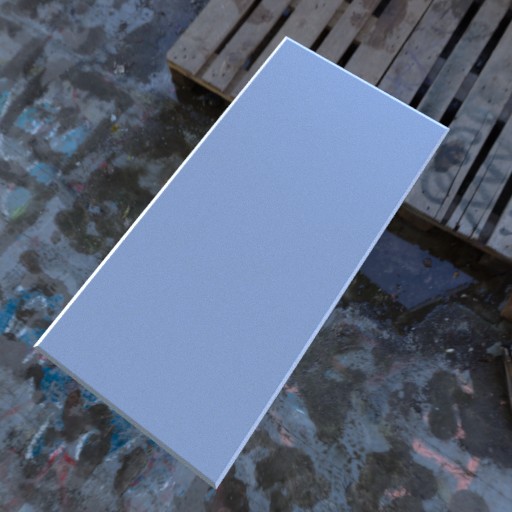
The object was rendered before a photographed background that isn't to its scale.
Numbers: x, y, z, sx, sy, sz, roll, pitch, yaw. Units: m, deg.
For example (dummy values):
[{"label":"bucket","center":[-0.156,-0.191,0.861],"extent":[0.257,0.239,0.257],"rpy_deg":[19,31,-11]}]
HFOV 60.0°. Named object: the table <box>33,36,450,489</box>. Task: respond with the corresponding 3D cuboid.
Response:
[{"label":"table","center":[0.000,0.000,1.395],"extent":[0.551,0.506,1.109],"rpy_deg":[34,77,9]}]
